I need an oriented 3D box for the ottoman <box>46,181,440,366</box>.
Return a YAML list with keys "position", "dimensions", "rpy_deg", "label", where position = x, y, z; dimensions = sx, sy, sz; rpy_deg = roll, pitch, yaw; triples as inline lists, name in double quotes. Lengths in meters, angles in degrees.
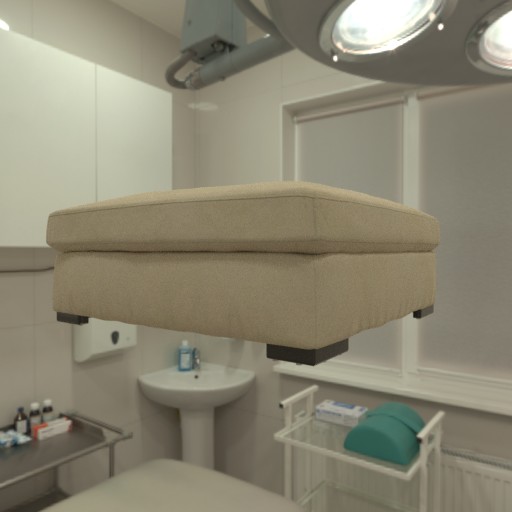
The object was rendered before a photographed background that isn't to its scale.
- position: [0.000, 0.000, 1.851]
  dimensions: [1.205, 0.522, 1.190]
  rpy_deg: [1, 1, 36]
  label: "ottoman"
